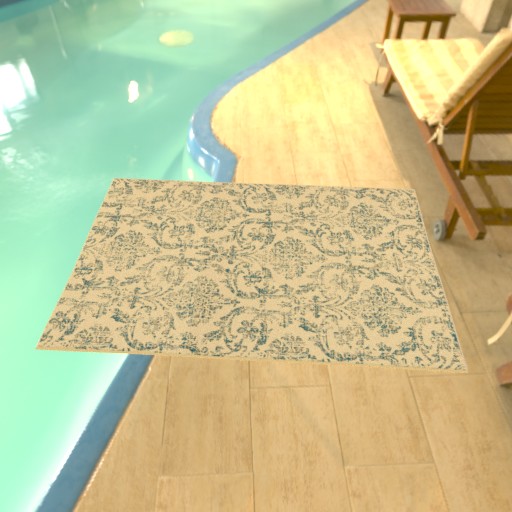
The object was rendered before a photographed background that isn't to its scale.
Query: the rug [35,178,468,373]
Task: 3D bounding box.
[{"bbox_3d":[0.000,0.000,3.424,2.746,0.018,1.819,3,47,2],"label":"rug"}]
